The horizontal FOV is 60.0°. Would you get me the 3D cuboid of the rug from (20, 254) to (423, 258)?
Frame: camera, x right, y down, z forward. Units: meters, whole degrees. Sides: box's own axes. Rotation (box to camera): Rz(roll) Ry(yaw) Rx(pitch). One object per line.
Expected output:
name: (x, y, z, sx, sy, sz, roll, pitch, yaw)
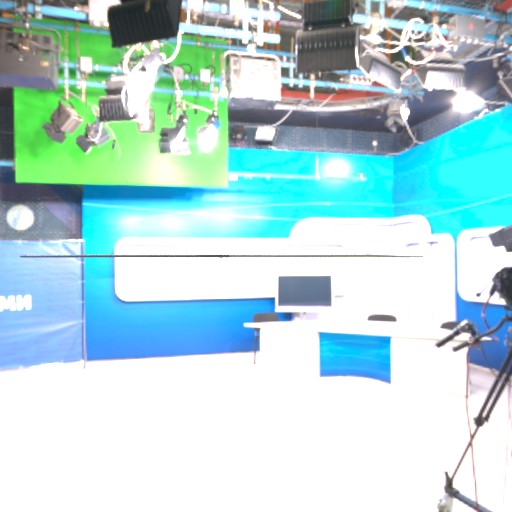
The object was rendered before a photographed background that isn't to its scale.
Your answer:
rug: (0.000, 0.000, 2.302, 1.174, 0.022, 1.853, 0, 0, 36)
